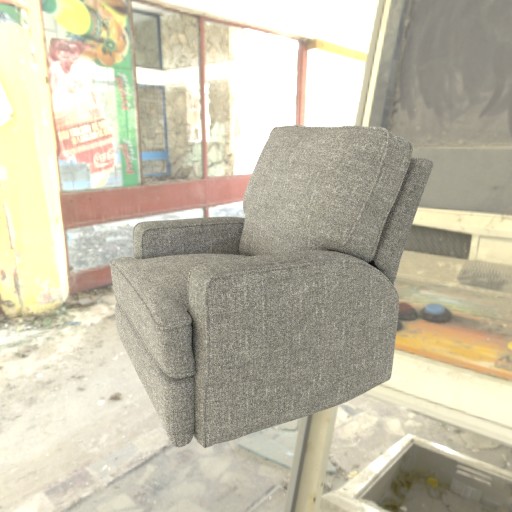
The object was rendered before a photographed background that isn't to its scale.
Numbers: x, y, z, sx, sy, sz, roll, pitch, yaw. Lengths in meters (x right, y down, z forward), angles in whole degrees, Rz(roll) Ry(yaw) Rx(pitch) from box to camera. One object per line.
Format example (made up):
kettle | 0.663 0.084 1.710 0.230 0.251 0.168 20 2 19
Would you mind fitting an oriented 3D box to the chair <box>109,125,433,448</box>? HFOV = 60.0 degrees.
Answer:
chair | 0.000 0.000 1.674 0.964 0.962 0.861 -8 17 -27
